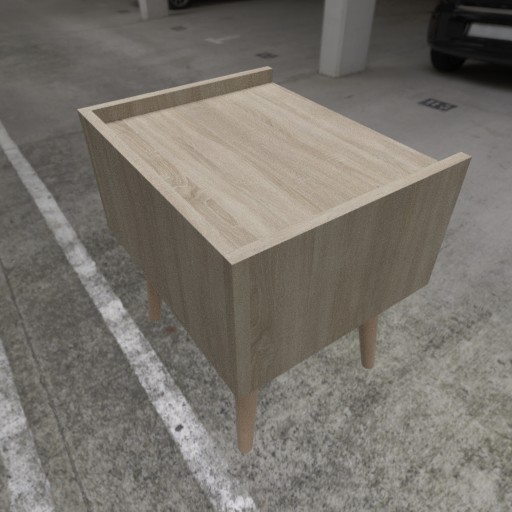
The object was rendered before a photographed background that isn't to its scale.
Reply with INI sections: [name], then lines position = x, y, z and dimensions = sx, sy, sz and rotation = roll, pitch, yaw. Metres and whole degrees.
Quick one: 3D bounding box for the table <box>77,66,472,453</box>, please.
[table]
position = 0.000, 0.000, 0.787
dimensions = 0.370, 0.470, 0.450
rotation = -24, 46, -26
